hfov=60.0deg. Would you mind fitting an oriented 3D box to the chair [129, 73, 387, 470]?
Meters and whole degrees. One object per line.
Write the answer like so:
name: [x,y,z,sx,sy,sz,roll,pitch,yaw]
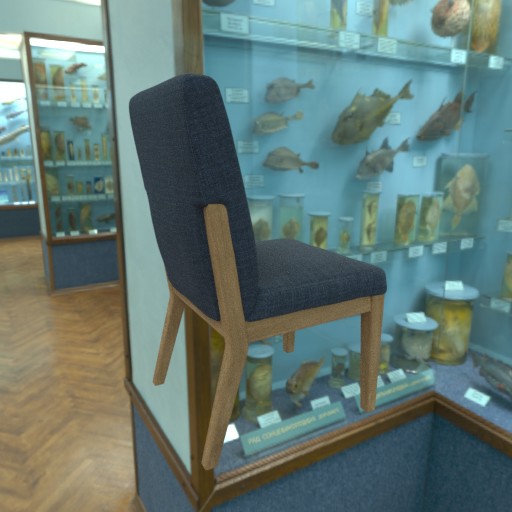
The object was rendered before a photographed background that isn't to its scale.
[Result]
chair: [0.000,0.000,1.293,0.586,0.911,0.507,-7,15,-27]
